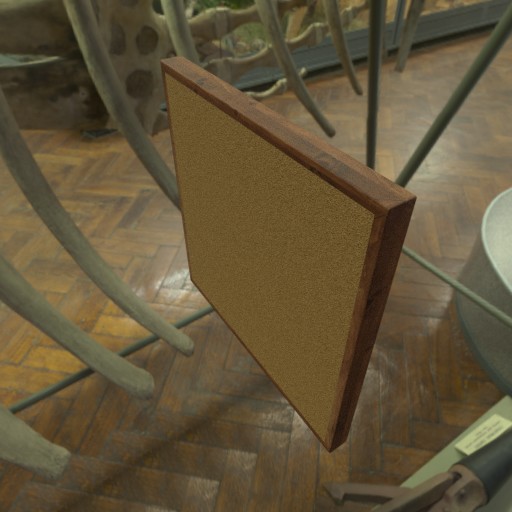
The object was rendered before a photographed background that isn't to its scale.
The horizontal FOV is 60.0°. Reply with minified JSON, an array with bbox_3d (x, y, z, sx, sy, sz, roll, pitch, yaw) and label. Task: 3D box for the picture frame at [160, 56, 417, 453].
[{"bbox_3d":[0.000,0.000,0.522,0.028,0.356,0.352,-24,47,-25],"label":"picture frame"}]
